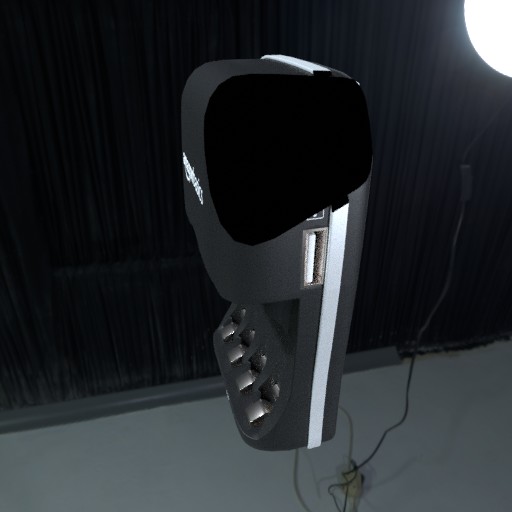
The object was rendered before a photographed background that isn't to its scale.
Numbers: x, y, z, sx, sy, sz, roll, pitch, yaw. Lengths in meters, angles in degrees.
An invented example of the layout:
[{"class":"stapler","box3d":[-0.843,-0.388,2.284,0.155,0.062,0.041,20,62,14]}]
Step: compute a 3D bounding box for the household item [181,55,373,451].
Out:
[{"class":"household item","box3d":[0.000,0.000,0.141,0.038,0.114,0.070,-8,30,-13]}]
